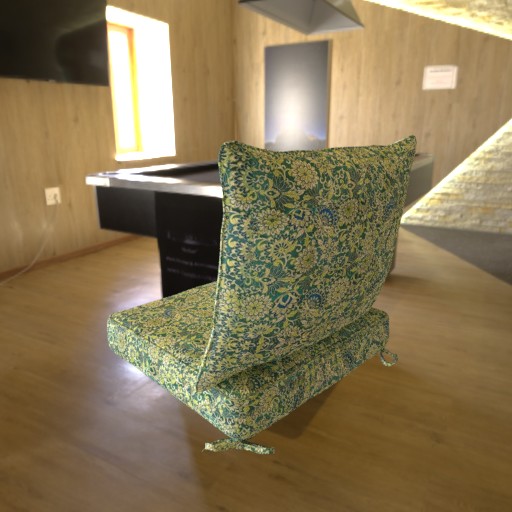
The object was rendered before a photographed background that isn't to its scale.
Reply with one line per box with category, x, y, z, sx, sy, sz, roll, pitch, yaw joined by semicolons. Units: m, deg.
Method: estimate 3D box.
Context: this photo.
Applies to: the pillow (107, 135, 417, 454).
pillow;0.000;0.000;1.357;0.798;0.722;0.740;-16;23;-42
